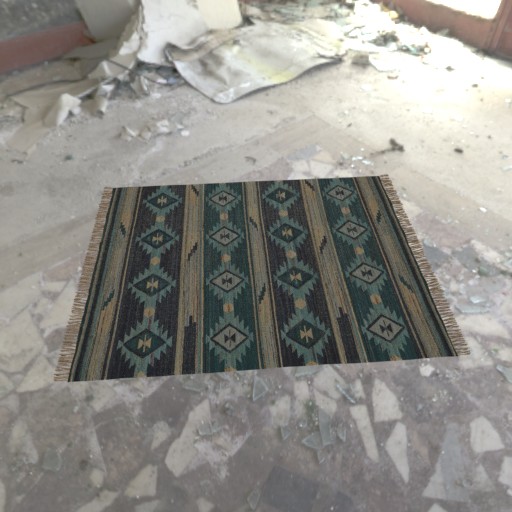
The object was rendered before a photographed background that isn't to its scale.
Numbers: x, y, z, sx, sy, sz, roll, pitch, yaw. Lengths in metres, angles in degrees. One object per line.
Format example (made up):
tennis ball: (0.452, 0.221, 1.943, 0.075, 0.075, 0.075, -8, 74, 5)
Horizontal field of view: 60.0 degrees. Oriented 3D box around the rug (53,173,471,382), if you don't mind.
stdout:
rug: (0.000, 0.000, 4.281, 3.307, 0.047, 2.418, -3, 46, -3)
